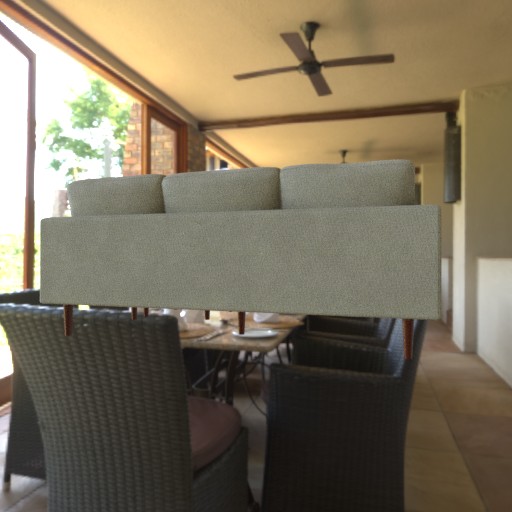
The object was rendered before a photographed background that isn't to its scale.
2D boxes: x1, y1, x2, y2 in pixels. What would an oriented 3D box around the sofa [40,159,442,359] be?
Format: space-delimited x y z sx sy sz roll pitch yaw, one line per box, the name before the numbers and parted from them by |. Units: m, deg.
sofa | 0.000 0.000 3.001 2.233 0.956 1.504 0 0 18
